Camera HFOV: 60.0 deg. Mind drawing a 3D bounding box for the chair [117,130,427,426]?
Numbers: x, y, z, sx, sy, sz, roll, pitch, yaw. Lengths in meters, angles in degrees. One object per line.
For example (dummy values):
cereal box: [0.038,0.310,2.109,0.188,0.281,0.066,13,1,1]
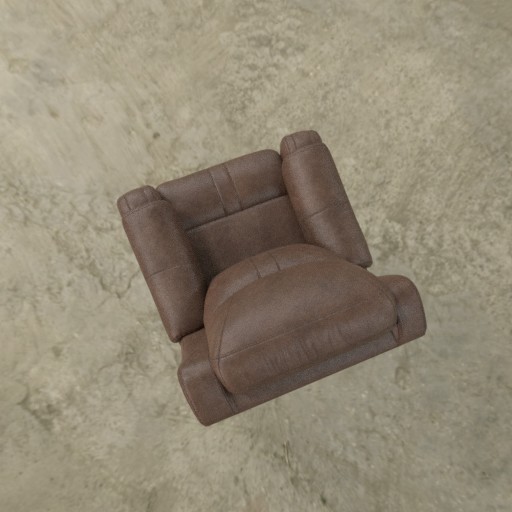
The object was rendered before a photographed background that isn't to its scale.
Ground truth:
chair: [0.000,0.000,1.827,0.940,0.990,1.067,-21,75,-6]
